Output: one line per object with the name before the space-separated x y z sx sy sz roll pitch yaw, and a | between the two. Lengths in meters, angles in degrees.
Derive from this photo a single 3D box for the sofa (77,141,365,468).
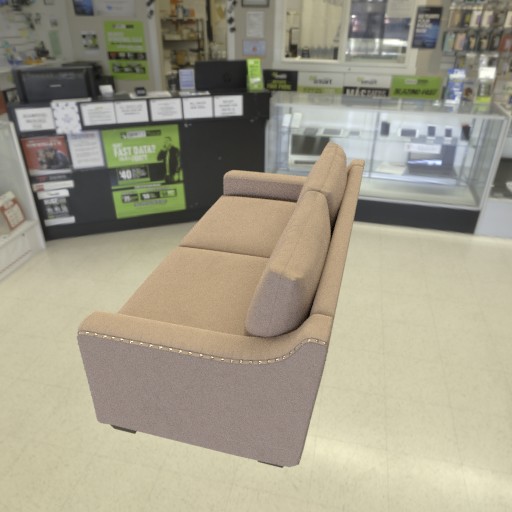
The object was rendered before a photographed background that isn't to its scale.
sofa | 0.000 0.000 2.517 1.030 0.901 1.967 8 31 13
